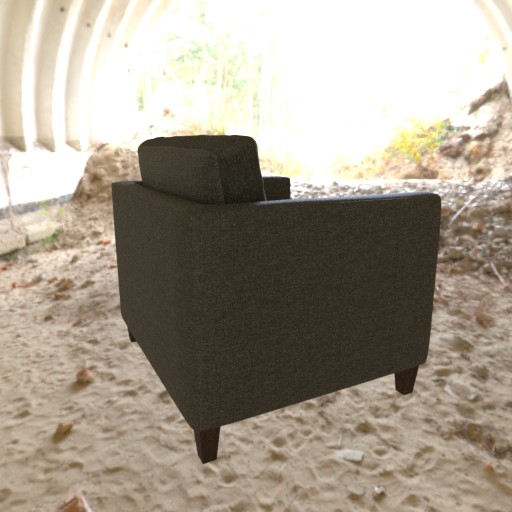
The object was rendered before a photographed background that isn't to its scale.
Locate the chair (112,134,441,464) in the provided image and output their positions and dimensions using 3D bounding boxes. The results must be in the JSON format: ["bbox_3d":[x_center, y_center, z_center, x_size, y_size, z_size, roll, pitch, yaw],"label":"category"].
[{"bbox_3d":[0.000,0.000,1.826,0.959,0.963,1.107,-7,15,-27],"label":"chair"}]
